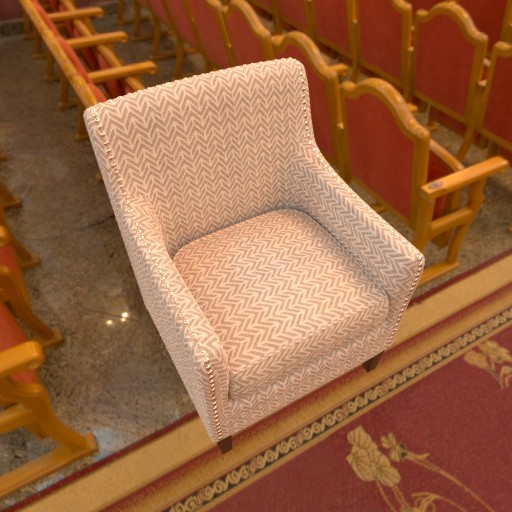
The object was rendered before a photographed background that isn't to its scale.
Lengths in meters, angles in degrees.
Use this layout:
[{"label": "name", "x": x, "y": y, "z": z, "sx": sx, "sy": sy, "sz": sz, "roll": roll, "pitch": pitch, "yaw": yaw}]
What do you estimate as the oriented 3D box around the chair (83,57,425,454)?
[{"label": "chair", "x": 0.000, "y": 0.000, "z": 1.267, "sx": 0.623, "sy": 0.816, "sz": 0.651, "roll": -22, "pitch": 51, "yaw": -20}]
